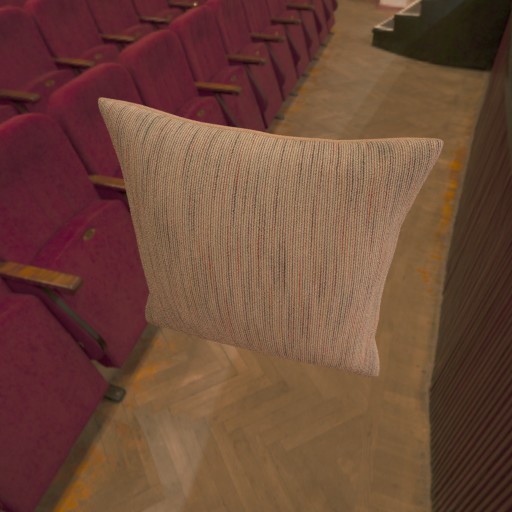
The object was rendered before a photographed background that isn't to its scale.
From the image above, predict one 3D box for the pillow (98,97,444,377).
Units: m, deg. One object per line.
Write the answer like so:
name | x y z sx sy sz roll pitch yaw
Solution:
pillow | 0.000 0.000 0.782 0.512 0.506 0.178 11 42 12
